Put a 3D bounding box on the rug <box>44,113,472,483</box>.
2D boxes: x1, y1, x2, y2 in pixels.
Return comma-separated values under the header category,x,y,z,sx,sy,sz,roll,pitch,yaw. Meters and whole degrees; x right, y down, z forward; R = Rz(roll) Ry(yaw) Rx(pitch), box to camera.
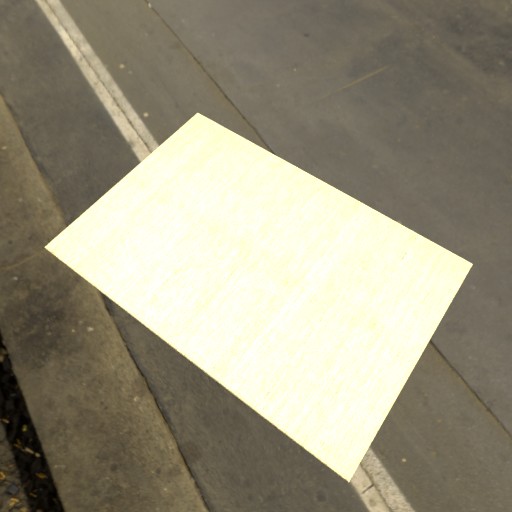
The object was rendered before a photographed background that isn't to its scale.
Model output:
category,x,y,z,sx,sy,sz,roll,pitch,yaw
rug,0.000,0.000,2.305,1.850,0.015,1.250,33,65,17
